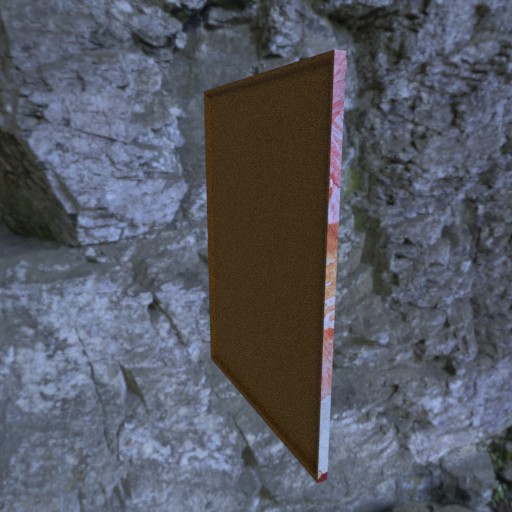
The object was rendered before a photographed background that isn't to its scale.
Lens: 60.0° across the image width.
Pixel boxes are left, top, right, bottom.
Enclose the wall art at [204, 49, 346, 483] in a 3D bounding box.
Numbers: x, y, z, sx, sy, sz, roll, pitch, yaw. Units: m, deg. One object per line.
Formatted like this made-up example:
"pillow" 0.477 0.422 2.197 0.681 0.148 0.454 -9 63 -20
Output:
"wall art" 0.000 0.000 1.337 0.031 1.015 0.762 -7 15 -26
